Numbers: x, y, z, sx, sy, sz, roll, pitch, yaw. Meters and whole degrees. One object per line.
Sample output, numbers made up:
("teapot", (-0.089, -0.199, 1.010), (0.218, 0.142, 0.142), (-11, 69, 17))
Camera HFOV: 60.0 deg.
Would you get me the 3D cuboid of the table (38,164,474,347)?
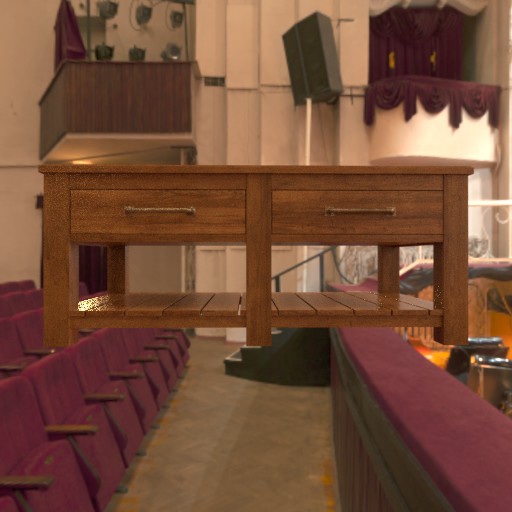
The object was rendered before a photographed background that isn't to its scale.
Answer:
("table", (0.000, 0.000, 1.470), (1.150, 0.480, 0.635), (0, 0, -1))
